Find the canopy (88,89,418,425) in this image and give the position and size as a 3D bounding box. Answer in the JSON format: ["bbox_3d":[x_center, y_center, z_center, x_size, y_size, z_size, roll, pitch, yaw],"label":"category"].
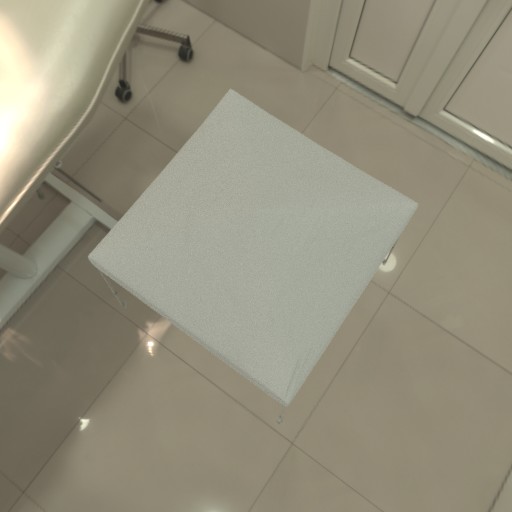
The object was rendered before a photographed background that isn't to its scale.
[{"bbox_3d":[0.000,0.000,5.235,2.848,2.849,2.849,34,77,9],"label":"canopy"}]
